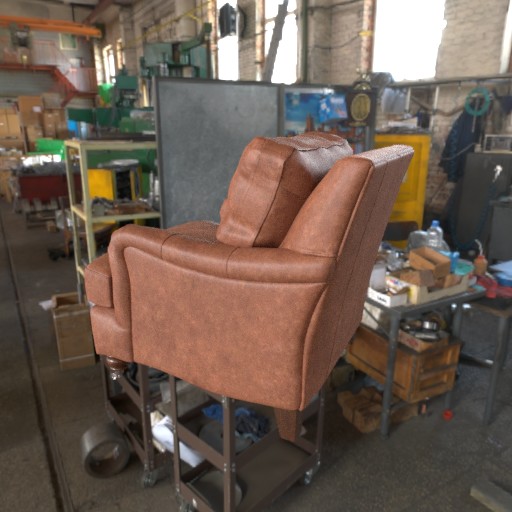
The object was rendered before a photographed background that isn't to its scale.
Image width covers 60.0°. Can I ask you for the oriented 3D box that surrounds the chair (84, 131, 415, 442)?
[{"bbox_3d":[0.000,0.000,1.957,1.158,1.055,0.986,8,18,25],"label":"chair"}]
